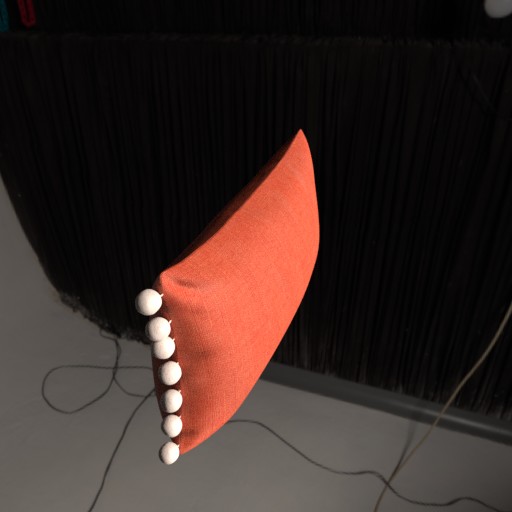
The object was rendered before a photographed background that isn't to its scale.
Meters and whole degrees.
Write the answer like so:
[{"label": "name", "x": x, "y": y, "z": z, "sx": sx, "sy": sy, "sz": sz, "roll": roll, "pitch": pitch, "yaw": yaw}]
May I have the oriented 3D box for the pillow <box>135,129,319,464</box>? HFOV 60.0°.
[{"label": "pillow", "x": 0.000, "y": 0.000, "z": 0.829, "sx": 0.201, "sy": 0.322, "sz": 0.709, "roll": 10, "pitch": 31, "yaw": 16}]
